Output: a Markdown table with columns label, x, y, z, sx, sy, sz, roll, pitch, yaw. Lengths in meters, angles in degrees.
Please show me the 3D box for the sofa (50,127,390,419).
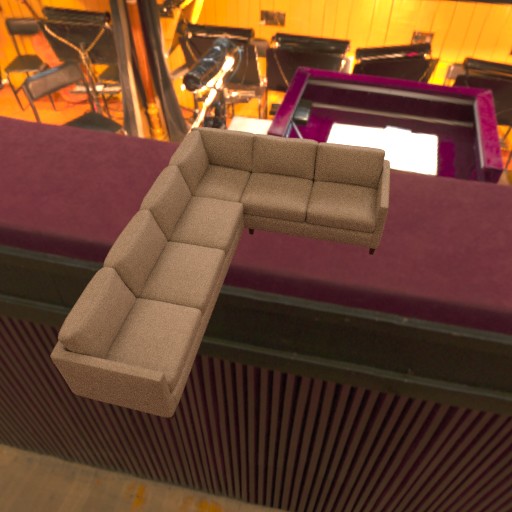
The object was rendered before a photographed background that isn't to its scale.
| label | x | y | z | sx | sy | sz | roll | pitch | yaw |
| --- | --- | --- | --- | --- | --- | --- | --- | --- | --- |
| sofa | 0.000 | 0.000 | 4.457 | 2.522 | 0.934 | 3.333 | 10 | 47 | 9 |
